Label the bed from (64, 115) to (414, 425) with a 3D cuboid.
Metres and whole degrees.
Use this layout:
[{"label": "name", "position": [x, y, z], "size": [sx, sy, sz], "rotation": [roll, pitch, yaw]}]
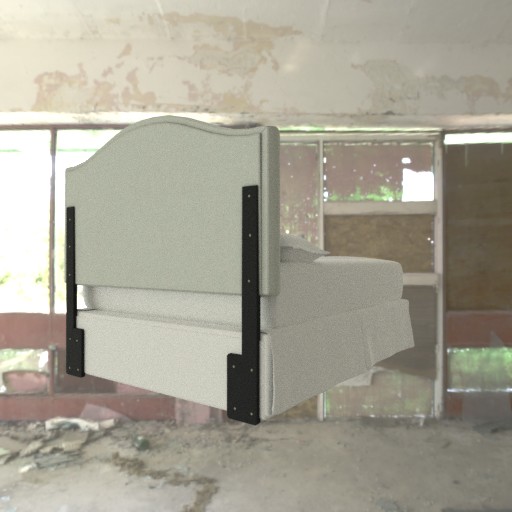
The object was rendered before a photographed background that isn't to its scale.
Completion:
[{"label": "bed", "position": [0.000, 0.000, 3.432], "size": [1.813, 1.607, 2.180], "rotation": [0, 0, 36]}]
